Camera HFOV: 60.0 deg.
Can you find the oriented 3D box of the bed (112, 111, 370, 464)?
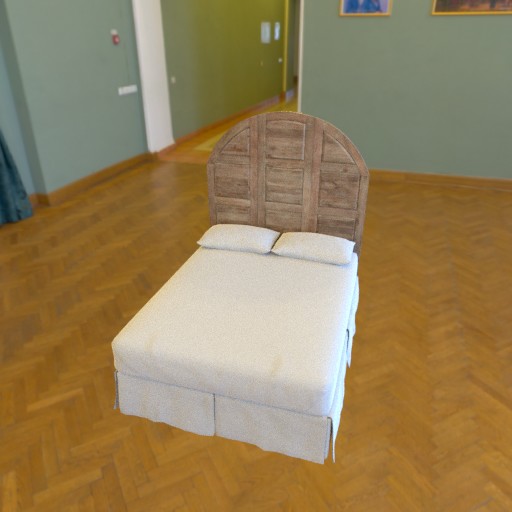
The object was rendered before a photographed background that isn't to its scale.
[{"bbox_3d":[0.000,0.000,3.663,1.713,2.002,2.112,8,28,15],"label":"bed"}]
